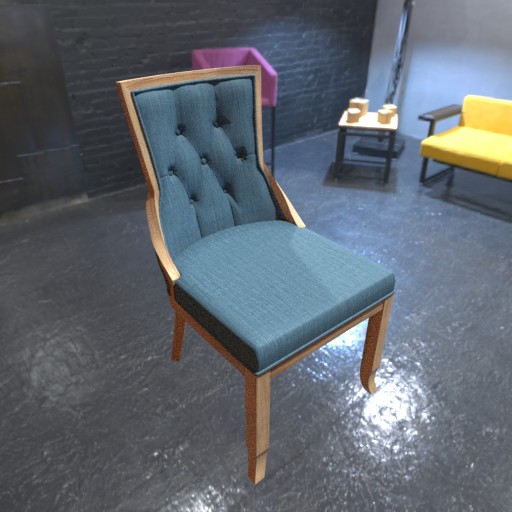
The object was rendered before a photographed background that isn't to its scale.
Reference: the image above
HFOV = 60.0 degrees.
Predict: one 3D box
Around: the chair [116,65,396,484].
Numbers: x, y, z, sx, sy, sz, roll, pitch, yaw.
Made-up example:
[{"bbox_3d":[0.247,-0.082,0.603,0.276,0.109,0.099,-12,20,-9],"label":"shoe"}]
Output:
[{"bbox_3d":[0.000,0.000,1.305,0.524,0.947,0.641,-23,38,-32],"label":"chair"}]
